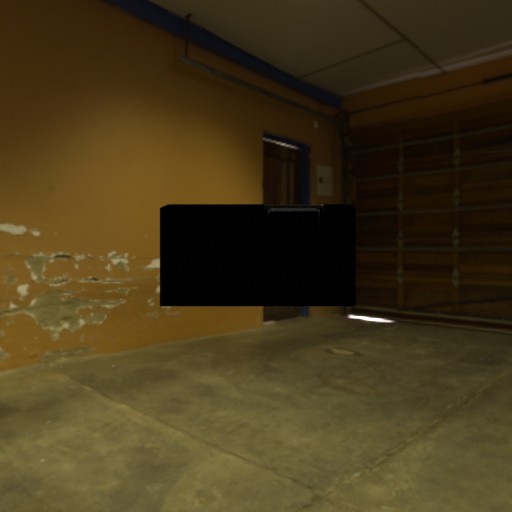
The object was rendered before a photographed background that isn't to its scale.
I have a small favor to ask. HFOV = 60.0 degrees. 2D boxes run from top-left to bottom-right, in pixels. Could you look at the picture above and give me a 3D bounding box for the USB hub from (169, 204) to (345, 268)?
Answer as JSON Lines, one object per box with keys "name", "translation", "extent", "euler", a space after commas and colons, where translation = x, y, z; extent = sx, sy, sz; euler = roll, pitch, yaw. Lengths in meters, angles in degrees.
{"name": "USB hub", "translation": [0.000, 0.000, 0.127], "extent": [0.044, 0.023, 0.110], "euler": [0, 0, -1]}
